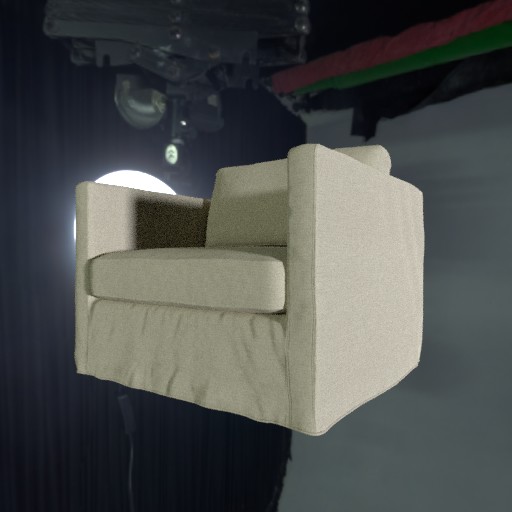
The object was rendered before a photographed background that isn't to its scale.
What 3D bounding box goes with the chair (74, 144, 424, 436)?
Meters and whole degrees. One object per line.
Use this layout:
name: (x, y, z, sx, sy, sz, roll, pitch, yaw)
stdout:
chair: (0.000, 0.000, 1.731, 1.057, 0.867, 0.949, 0, 0, 36)
